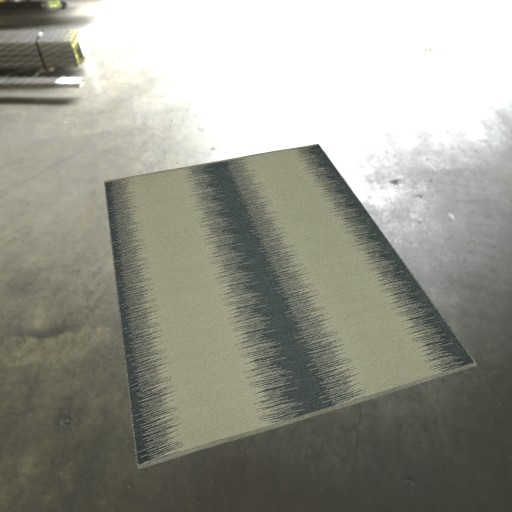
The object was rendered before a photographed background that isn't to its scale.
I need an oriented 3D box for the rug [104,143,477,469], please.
[{"bbox_3d":[0.000,0.000,3.961,2.453,0.004,3.037,-13,48,-11],"label":"rug"}]
